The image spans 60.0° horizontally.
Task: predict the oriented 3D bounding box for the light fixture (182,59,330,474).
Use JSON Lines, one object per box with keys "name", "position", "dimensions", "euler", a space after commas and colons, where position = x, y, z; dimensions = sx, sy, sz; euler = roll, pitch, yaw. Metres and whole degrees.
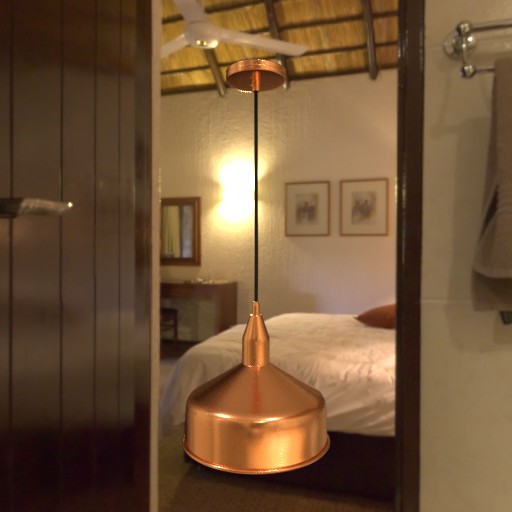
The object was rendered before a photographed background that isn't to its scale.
{"name": "light fixture", "position": [0.000, 0.000, 0.912], "dimensions": [0.301, 0.754, 0.301], "euler": [0, 0, -19]}
